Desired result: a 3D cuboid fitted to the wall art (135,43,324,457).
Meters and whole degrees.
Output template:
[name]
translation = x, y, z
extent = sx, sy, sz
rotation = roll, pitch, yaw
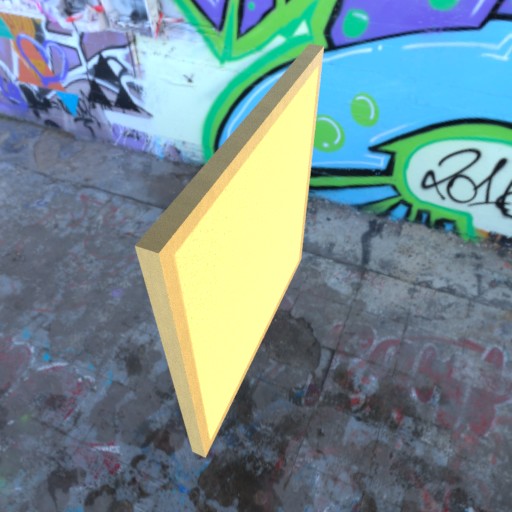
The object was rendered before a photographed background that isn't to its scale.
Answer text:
[wall art]
translation = 0.000, 0.000, 2.843
extent = 0.097, 1.936, 1.935
rotation = 17, 49, 16
